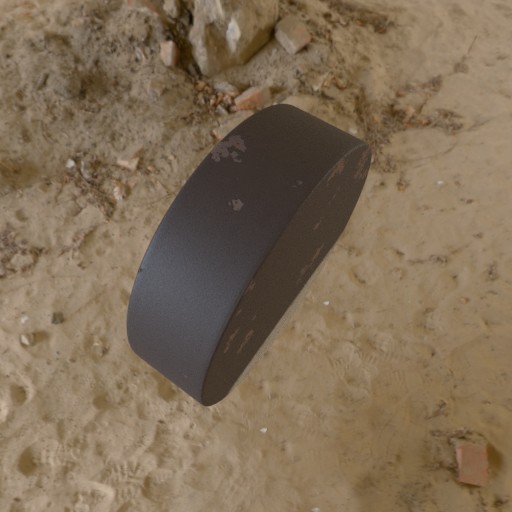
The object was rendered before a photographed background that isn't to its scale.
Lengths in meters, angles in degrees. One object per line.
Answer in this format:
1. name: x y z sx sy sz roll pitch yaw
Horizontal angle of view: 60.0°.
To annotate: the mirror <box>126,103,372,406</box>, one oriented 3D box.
1. mirror: 0.000 0.000 0.598 0.126 0.386 0.386 32 67 15
